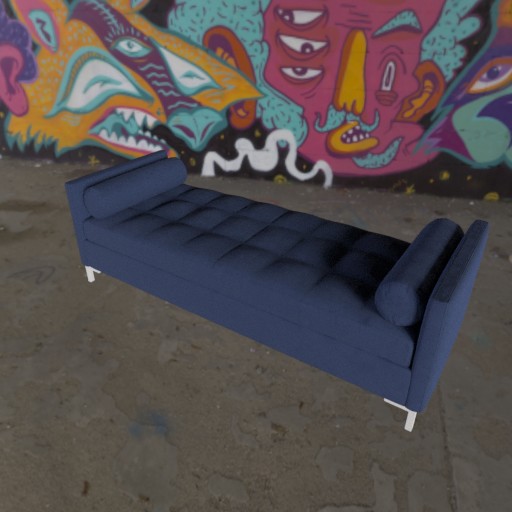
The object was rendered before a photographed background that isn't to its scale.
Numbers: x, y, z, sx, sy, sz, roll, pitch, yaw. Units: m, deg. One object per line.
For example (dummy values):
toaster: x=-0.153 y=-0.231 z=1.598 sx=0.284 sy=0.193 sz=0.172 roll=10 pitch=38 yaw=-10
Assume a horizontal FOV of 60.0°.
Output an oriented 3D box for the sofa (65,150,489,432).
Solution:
sofa: x=0.000 y=0.000 z=2.411 sx=2.102 sy=0.657 sz=0.797 roll=18 pitch=35 yaw=29
